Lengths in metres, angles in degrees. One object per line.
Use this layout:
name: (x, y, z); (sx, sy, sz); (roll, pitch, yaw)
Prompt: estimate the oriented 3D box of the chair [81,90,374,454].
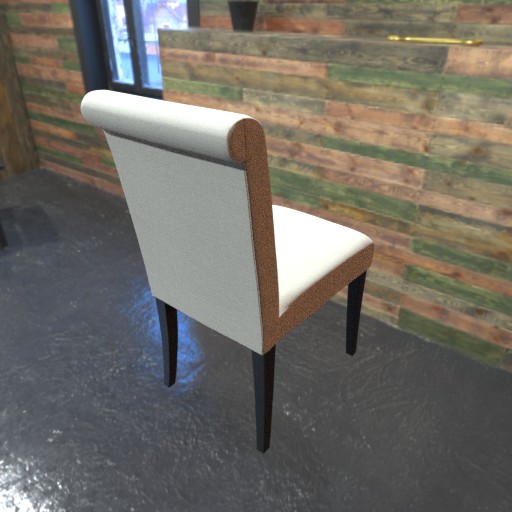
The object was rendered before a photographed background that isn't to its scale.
chair: (0.000, 0.000, 1.326); (0.452, 0.976, 0.708); (22, 36, 33)
